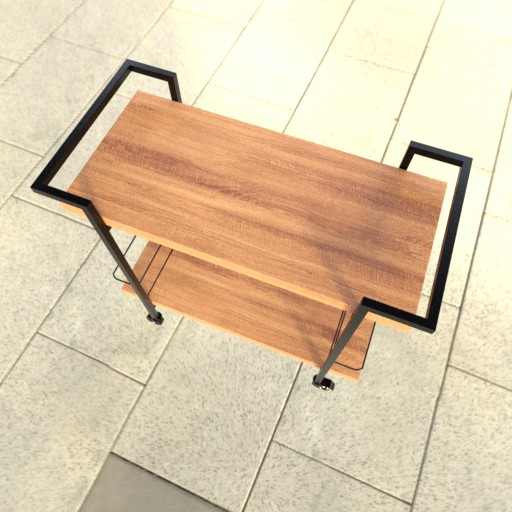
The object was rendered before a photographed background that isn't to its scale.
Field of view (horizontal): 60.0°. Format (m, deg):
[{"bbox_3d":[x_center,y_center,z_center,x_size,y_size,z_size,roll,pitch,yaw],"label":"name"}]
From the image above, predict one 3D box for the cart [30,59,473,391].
[{"bbox_3d":[0.000,0.000,1.236,0.806,0.762,0.406,19,65,9],"label":"cart"}]
